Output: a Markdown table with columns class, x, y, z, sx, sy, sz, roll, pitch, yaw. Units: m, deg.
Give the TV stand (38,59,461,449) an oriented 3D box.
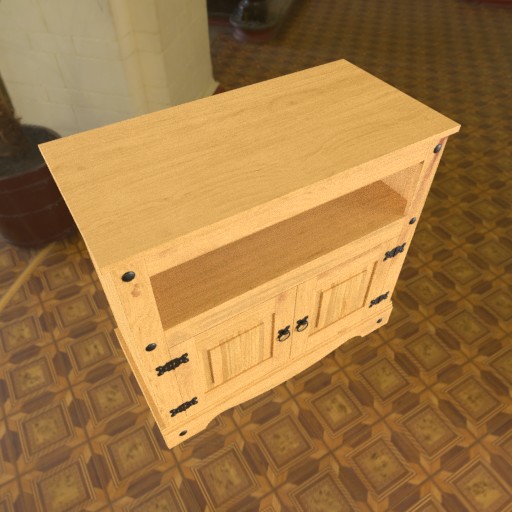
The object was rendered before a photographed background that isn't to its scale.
| class | x | y | z | sx | sy | sz | roll | pitch | yaw |
| --- | --- | --- | --- | --- | --- | --- | --- | --- | --- |
| TV stand | 0.000 | 0.000 | 1.278 | 0.851 | 0.787 | 0.430 | -24 | 51 | -21 |
